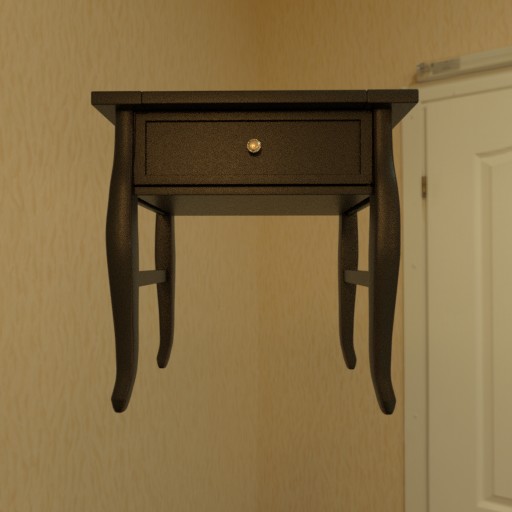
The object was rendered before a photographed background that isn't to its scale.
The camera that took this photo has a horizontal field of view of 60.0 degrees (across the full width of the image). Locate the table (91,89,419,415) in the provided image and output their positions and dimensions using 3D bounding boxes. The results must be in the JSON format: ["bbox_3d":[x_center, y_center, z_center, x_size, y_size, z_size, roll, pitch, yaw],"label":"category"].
[{"bbox_3d":[0.000,0.000,1.037,0.602,0.604,0.460,0,-1,1],"label":"table"}]
